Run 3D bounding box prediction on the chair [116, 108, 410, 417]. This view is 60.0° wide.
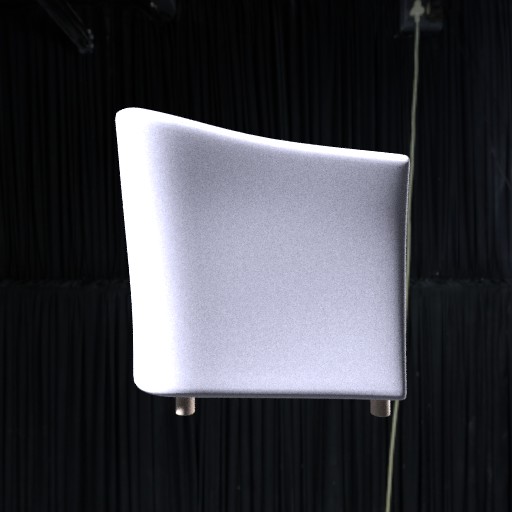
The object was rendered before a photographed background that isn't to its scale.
[{"bbox_3d":[0.000,0.000,1.351,0.700,0.720,0.790,0,0,1],"label":"chair"}]
